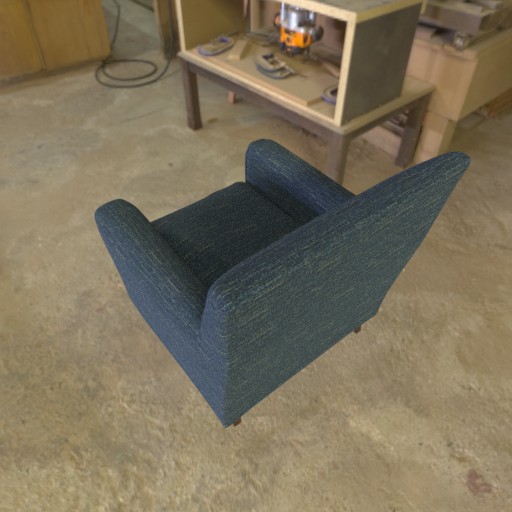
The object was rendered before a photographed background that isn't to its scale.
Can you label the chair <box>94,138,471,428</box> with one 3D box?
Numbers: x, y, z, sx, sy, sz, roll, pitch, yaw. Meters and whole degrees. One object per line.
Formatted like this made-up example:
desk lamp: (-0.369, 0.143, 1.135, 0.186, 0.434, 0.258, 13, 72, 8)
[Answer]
chair: (0.000, 0.000, 1.605, 0.864, 0.928, 0.873, -30, 52, -26)
